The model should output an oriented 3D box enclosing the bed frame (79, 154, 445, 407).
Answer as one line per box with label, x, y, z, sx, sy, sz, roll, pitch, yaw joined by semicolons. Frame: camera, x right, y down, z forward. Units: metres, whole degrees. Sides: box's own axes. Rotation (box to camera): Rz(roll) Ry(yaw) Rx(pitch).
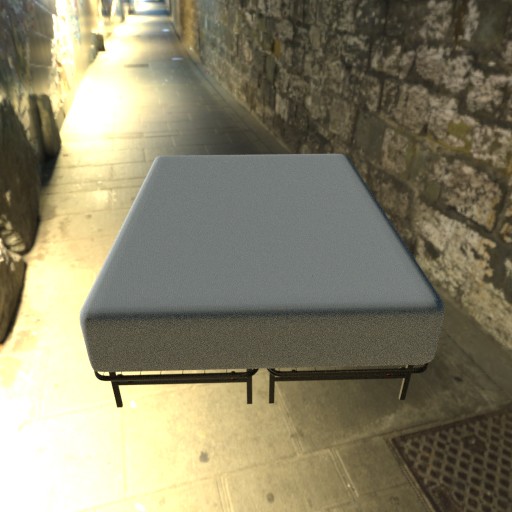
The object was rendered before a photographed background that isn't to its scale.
bed frame;0.000;0.000;2.812;1.528;0.677;2.037;-1;31;-2
